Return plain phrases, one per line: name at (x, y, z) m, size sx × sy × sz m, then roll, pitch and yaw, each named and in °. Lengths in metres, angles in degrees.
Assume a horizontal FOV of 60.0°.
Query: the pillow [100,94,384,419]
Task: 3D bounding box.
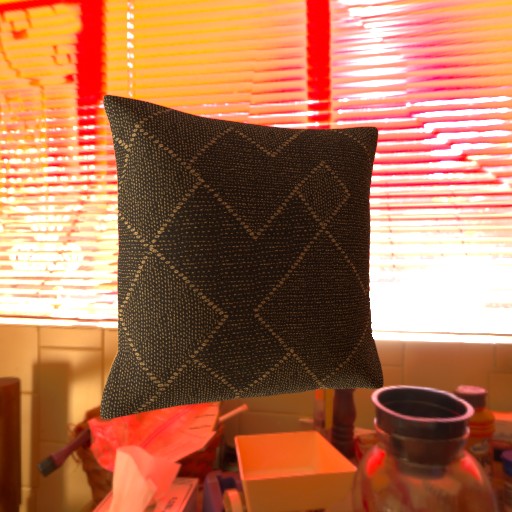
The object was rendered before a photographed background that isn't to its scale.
pillow at (0.000, 0.000, 0.658) m, size 0.435 × 0.428 × 0.148 m, roll 0°, pitch 0°, yaw -19°
